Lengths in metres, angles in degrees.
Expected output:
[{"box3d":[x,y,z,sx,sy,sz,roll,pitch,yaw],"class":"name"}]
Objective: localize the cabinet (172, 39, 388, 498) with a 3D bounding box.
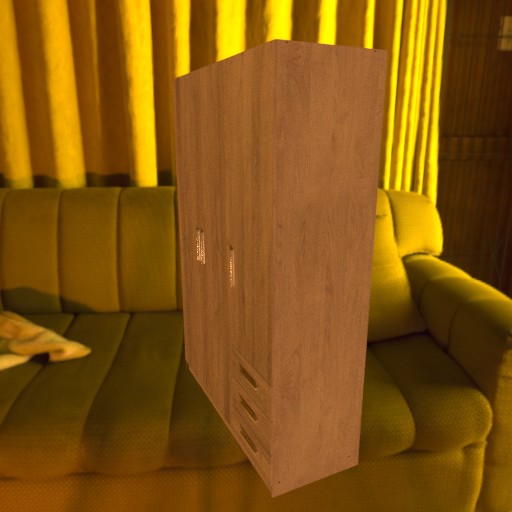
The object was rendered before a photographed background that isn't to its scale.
[{"box3d":[0.000,0.000,2.422,0.510,1.910,1.290,-7,17,-25],"class":"cabinet"}]
